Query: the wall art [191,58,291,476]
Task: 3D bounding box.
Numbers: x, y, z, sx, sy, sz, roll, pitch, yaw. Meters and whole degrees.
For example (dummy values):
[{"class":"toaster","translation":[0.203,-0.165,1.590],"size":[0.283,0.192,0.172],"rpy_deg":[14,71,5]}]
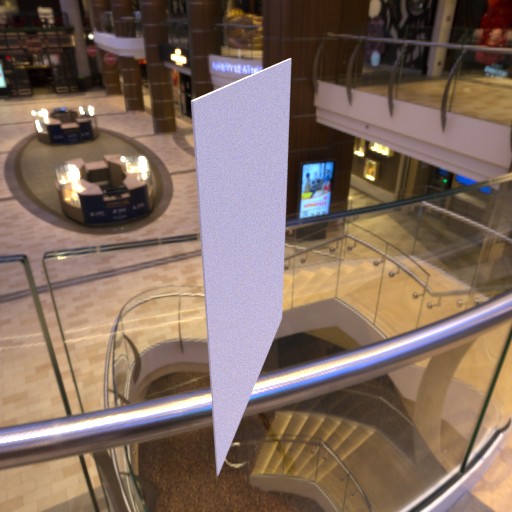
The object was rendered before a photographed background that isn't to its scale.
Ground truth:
[{"class":"wall art","translation":[0.000,0.000,0.794],"size":[0.003,0.610,0.457],"rpy_deg":[8,30,14]}]
